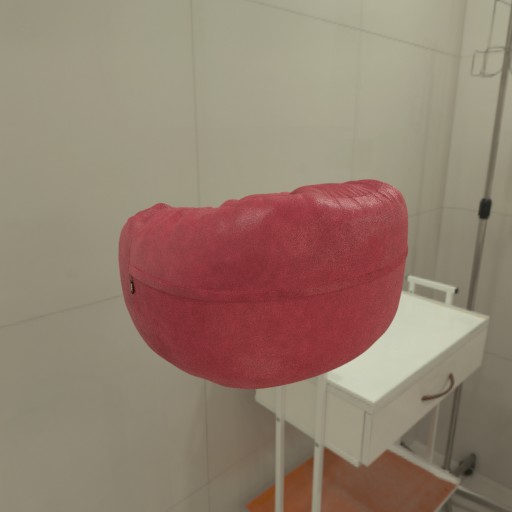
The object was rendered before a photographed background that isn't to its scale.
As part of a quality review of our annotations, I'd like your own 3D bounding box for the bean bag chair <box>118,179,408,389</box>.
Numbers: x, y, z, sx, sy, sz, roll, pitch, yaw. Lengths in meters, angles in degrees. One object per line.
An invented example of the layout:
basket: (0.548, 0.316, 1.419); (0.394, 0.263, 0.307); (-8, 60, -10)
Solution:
bean bag chair: (0.000, 0.000, 2.418); (1.524, 0.878, 1.524); (-15, 22, -42)
